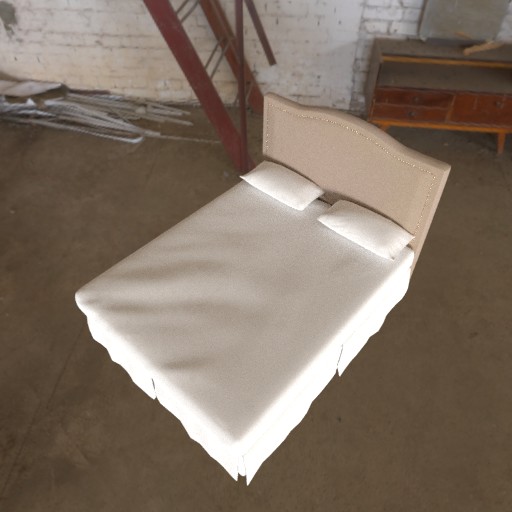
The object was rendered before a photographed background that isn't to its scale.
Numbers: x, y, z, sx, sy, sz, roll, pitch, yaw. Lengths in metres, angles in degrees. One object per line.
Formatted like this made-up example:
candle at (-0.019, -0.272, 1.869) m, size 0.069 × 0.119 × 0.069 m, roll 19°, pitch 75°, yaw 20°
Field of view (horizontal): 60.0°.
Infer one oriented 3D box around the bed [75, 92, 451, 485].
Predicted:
bed at (0.000, 0.000, 3.396) m, size 1.821 × 1.436 × 2.282 m, roll 33°, pitch 55°, yaw 27°
